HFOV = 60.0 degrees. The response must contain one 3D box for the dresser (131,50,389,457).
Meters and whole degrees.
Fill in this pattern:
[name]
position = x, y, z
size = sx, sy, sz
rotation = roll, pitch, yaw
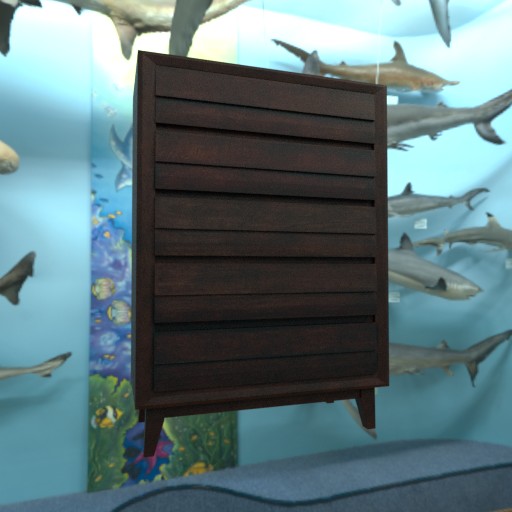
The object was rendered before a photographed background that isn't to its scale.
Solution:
[dresser]
position = 0.000, 0.000, 2.015
size = 1.072, 1.514, 0.506
rotation = 0, -2, -18
